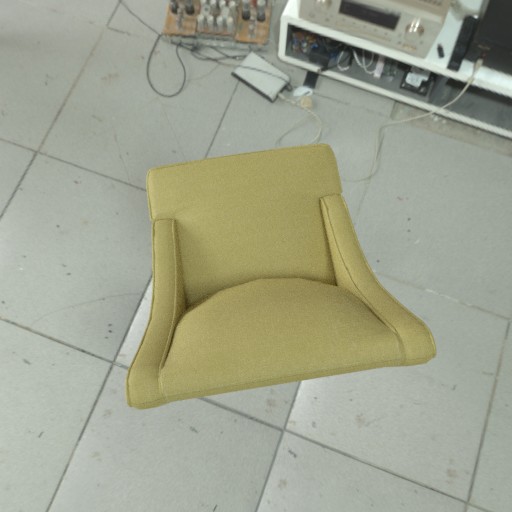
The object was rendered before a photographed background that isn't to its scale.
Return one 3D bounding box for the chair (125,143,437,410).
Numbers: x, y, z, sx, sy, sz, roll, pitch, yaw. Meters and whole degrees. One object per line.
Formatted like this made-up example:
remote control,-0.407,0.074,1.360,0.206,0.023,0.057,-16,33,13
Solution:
chair,0.000,0.000,1.465,0.696,0.896,0.814,-9,76,-2
